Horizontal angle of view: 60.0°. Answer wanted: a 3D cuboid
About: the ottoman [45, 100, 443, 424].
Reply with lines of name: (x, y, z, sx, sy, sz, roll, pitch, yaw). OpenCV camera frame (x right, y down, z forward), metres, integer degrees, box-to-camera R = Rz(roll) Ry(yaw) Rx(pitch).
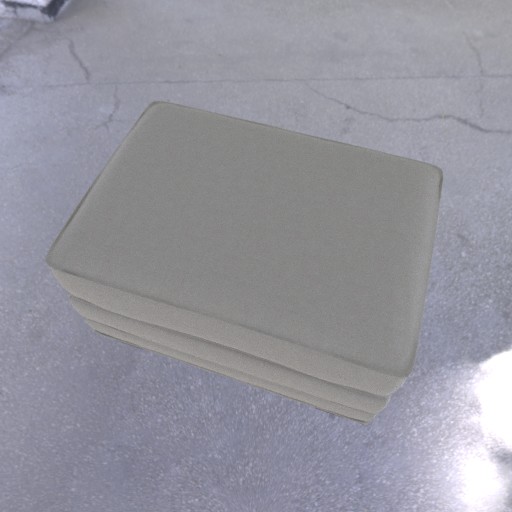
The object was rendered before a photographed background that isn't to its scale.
ottoman: (0.000, 0.000, 1.219, 0.848, 0.482, 0.611, 16, 60, 10)
